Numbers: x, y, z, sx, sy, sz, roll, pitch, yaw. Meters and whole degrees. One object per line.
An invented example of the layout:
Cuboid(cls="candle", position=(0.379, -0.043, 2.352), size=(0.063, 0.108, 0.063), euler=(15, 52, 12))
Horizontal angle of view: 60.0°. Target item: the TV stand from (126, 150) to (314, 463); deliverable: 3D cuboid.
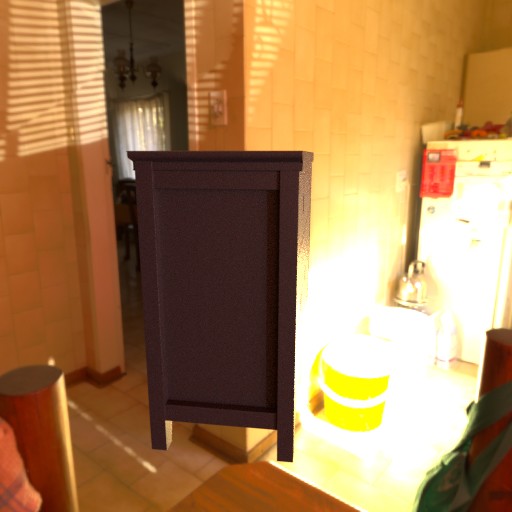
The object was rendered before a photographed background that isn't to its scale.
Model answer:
Cuboid(cls="TV stand", position=(0.000, 0.000, 1.492), size=(0.347, 0.681, 1.198), euler=(2, 13, 8))
